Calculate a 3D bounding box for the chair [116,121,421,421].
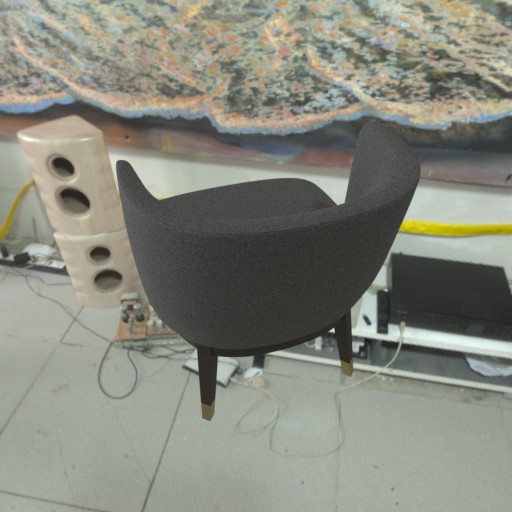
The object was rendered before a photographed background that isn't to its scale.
[{"bbox_3d":[0.000,0.000,1.223,0.639,0.695,0.698,-13,42,-15],"label":"chair"}]
